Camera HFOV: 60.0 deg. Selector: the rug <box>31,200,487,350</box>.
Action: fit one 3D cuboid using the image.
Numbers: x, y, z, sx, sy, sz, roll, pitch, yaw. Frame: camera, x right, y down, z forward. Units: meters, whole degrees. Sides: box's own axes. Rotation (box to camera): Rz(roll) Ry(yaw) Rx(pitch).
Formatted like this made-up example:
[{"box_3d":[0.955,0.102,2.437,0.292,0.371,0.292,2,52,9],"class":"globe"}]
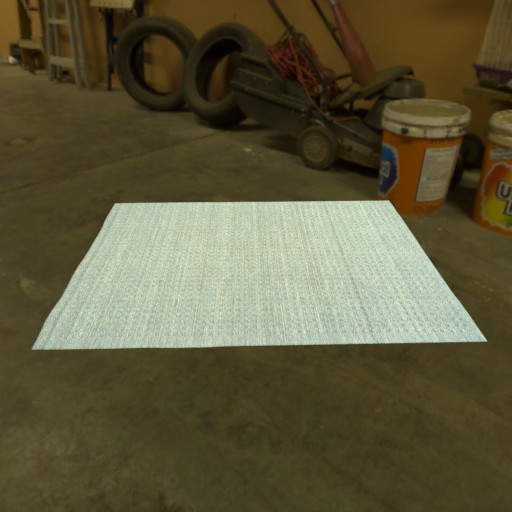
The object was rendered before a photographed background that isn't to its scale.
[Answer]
[{"box_3d":[0.000,0.000,4.127,3.200,0.007,2.443,-1,31,-1],"class":"rug"}]
